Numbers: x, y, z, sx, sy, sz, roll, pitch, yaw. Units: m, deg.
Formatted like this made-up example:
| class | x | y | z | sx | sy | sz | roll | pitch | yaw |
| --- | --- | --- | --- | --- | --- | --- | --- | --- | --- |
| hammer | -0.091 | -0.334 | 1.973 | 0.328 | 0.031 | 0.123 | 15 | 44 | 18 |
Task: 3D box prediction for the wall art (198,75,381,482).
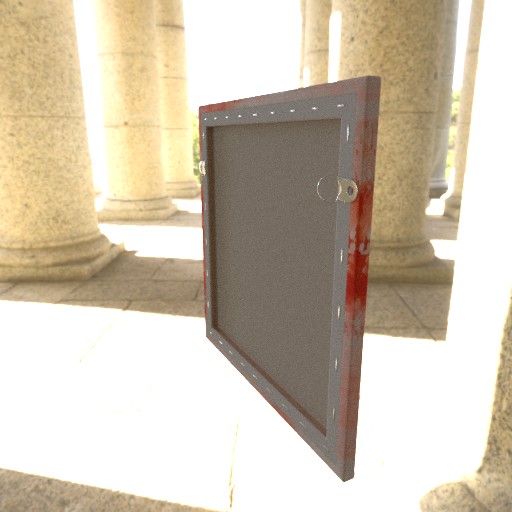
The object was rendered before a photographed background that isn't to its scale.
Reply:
| class | x | y | z | sx | sy | sz | roll | pitch | yaw |
| --- | --- | --- | --- | --- | --- | --- | --- | --- | --- |
| wall art | 0.000 | 0.000 | 1.284 | 0.066 | 0.878 | 0.878 | -8 | 17 | -26 |
